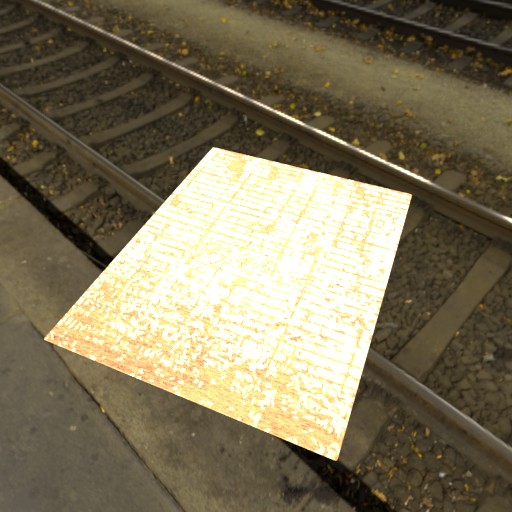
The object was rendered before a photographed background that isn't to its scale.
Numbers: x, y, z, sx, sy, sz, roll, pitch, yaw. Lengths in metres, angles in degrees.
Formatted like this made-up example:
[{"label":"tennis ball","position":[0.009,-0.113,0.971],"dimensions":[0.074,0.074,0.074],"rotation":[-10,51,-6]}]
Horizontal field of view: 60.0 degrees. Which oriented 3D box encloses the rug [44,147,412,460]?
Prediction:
[{"label":"rug","position":[0.000,0.000,4.228],"dimensions":[2.441,0.011,3.050],"rotation":[17,48,16]}]
